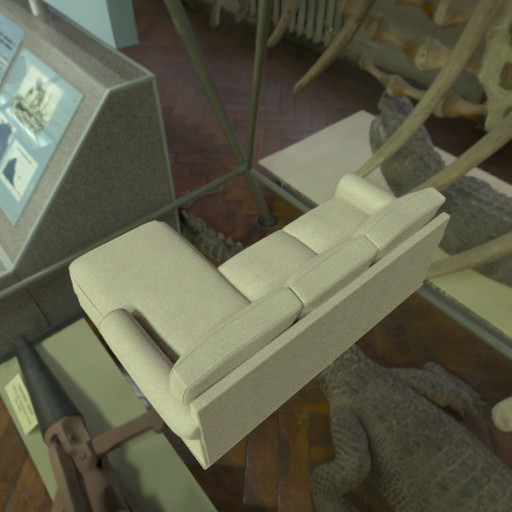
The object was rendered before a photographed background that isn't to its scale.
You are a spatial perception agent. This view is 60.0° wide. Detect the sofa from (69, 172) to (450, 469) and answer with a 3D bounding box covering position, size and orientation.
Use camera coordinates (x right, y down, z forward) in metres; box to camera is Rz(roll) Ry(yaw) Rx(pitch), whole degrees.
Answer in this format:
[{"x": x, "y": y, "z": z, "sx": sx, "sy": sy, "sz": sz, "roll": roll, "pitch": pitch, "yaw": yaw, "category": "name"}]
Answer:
[{"x": 0.000, "y": 0.000, "z": 2.414, "sx": 1.770, "sy": 0.734, "sz": 1.226, "roll": -32, "pitch": 54, "yaw": -27, "category": "sofa"}]
